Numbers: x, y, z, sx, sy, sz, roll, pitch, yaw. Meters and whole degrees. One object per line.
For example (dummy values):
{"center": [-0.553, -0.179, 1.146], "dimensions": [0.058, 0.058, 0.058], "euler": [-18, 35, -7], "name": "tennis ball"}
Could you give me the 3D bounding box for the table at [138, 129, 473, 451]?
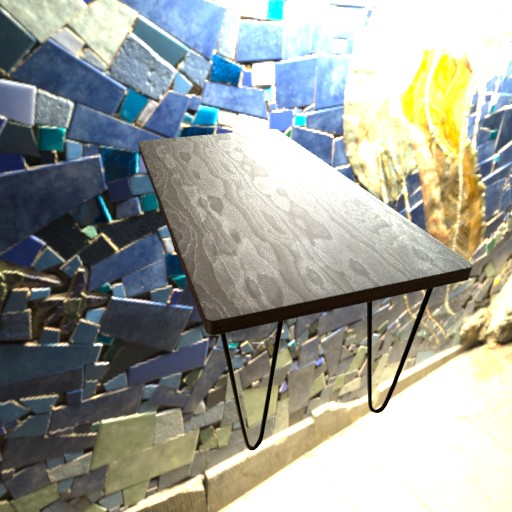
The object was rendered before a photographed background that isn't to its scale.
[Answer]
{"center": [0.000, 0.000, 2.218], "dimensions": [0.883, 0.753, 1.791], "euler": [-10, 32, -16], "name": "table"}
